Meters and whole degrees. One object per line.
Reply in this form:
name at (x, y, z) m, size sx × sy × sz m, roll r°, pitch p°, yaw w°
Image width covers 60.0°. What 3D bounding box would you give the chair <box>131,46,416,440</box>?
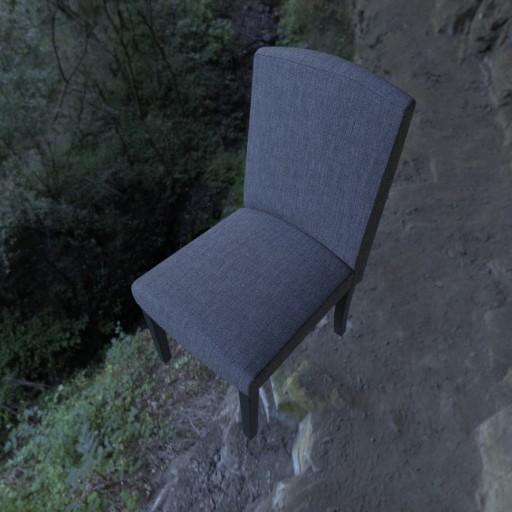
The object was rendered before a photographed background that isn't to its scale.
chair at (0.000, 0.000, 1.221) m, size 0.451 × 0.917 × 0.580 m, roll 33°, pitch 55°, yaw 27°
